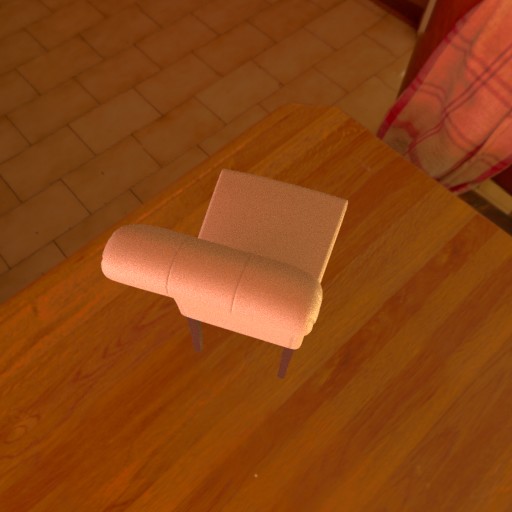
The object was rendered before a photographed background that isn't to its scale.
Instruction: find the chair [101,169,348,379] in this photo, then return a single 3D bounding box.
[{"bbox_3d":[0.000,0.000,1.339,0.456,1.006,0.671,16,65,8],"label":"chair"}]
